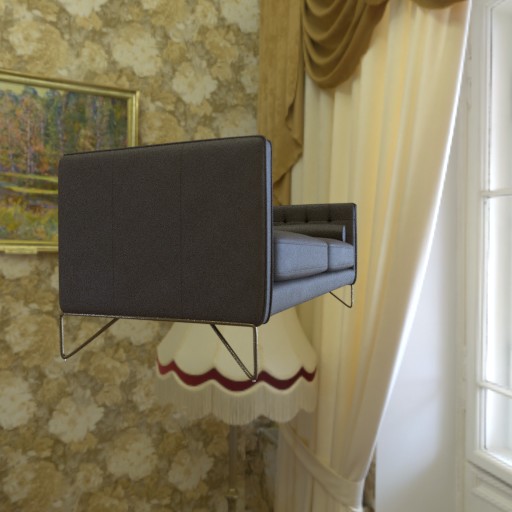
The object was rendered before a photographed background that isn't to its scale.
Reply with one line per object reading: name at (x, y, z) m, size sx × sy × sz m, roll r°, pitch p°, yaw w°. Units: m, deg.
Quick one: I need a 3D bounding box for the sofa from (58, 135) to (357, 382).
sofa at (0.000, 0.000, 2.494) m, size 0.867 × 0.789 × 2.087 m, roll 0°, pitch 0°, yaw 21°
